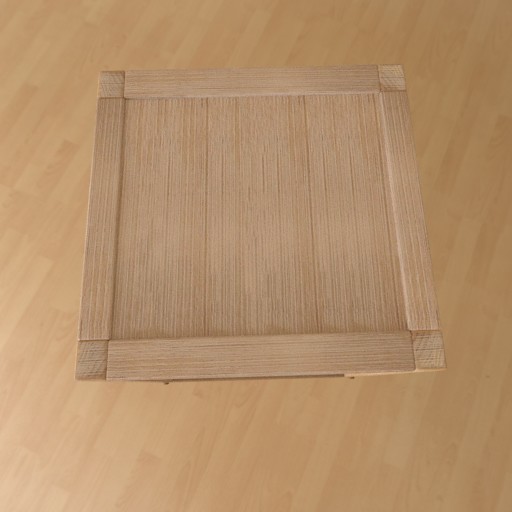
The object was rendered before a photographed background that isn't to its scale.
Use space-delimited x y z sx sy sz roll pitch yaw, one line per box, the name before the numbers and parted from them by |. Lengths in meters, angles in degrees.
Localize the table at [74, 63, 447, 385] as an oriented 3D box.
table | 0.000 0.000 1.028 0.559 0.610 0.558 -2 74 0
